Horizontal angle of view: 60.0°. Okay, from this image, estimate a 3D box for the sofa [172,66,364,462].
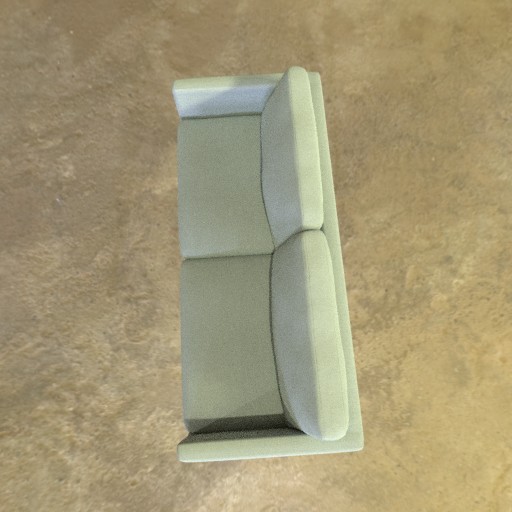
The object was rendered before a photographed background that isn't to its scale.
[{"bbox_3d":[0.000,0.000,2.712,0.951,0.965,2.208,-4,74,-1],"label":"sofa"}]
